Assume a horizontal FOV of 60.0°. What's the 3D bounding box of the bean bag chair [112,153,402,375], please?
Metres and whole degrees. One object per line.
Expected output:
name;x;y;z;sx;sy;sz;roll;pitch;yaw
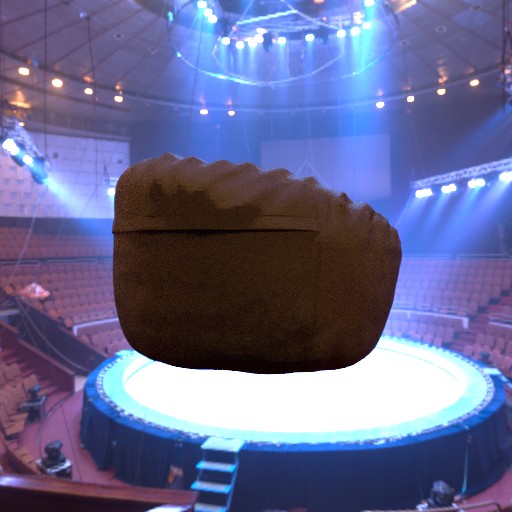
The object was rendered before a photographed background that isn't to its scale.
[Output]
bean bag chair;0.000;0.000;2.001;1.245;0.821;1.245;0;0;0
